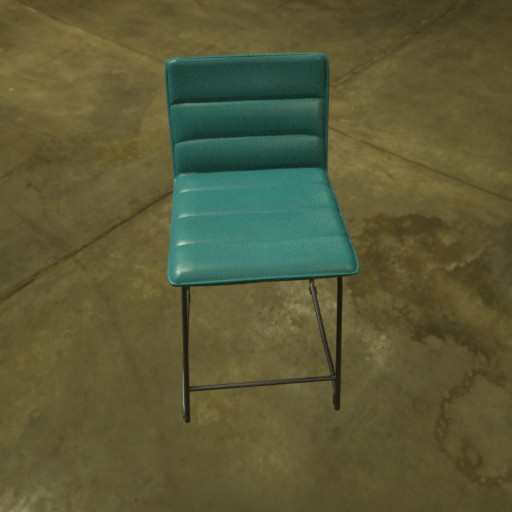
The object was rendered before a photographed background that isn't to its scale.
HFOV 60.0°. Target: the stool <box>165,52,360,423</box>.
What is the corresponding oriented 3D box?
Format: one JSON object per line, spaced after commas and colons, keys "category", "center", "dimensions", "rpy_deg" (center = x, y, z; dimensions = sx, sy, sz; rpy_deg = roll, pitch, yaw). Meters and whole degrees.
{"category": "stool", "center": [0.000, 0.000, 1.179], "dimensions": [0.489, 0.866, 0.524], "rpy_deg": [-4, 46, -3]}
